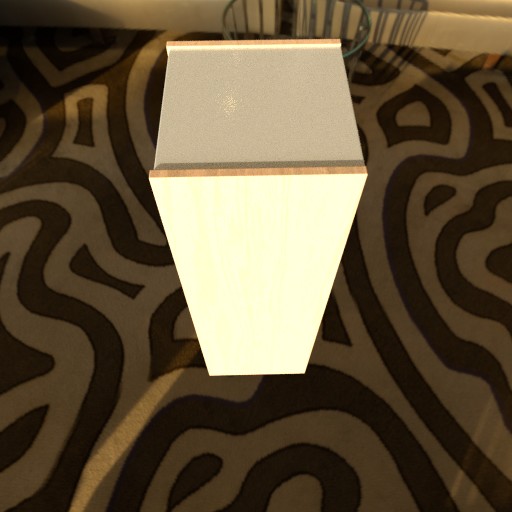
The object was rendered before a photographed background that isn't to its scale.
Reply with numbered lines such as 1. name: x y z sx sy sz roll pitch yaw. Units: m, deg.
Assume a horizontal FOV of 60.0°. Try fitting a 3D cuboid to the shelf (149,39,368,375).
1. shelf: 0.000 0.000 1.049 0.290 0.900 0.300 -1 59 -1
